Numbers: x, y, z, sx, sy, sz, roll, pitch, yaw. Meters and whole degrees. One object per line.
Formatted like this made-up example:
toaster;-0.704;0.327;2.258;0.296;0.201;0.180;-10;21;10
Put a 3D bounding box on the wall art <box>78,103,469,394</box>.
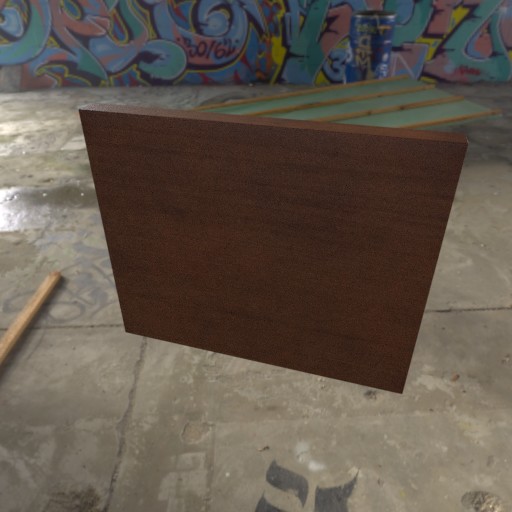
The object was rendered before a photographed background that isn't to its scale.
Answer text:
wall art;0.000;0.000;0.540;0.401;0.328;0.030;9;34;14
